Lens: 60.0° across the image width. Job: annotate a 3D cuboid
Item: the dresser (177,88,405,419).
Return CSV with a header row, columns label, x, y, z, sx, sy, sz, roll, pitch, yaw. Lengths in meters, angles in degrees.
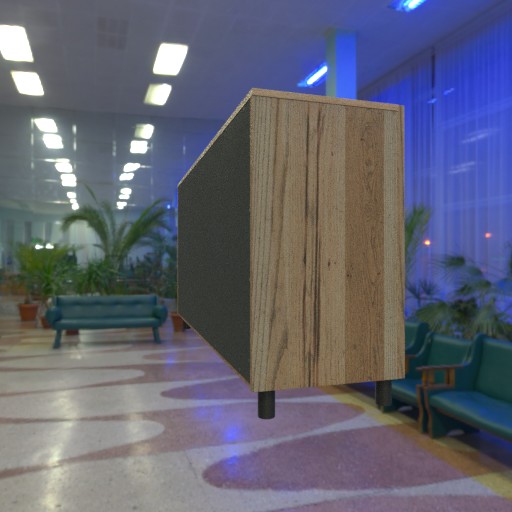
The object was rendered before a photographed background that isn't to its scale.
label,x,y,z,sx,sy,sz,roll,pitch,yaw
dresser,0.000,0.000,1.912,0.487,0.834,1.547,0,0,-17
